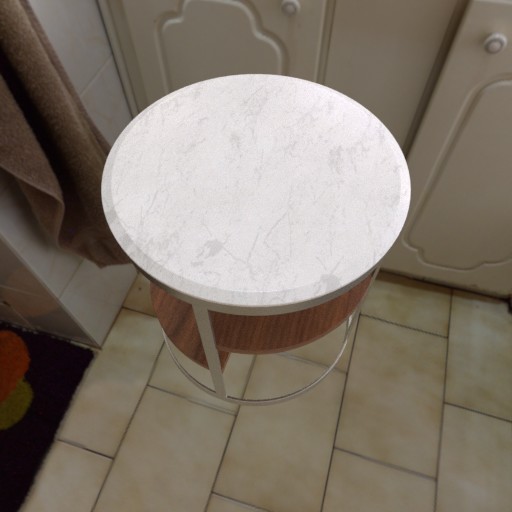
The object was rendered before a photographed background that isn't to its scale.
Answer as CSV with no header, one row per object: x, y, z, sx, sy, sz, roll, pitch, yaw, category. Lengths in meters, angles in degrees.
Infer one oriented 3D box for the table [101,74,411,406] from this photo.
0.000,0.000,0.776,0.407,0.447,0.407,0,57,0,table
